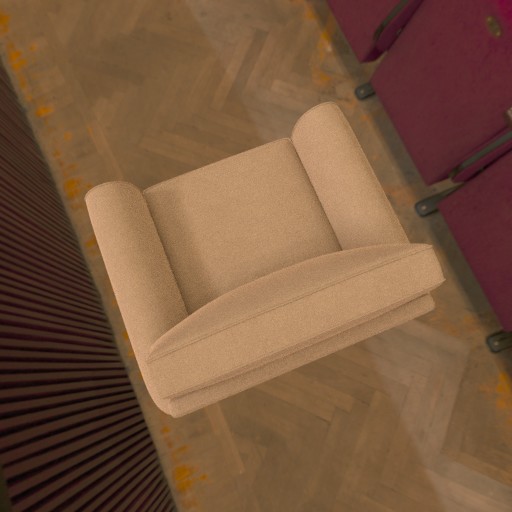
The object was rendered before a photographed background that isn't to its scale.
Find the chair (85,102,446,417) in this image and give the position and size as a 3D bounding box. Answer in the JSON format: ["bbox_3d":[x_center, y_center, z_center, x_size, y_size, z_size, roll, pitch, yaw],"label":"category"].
[{"bbox_3d":[0.000,0.000,1.692,1.040,0.955,0.863,-22,77,-5],"label":"chair"}]
